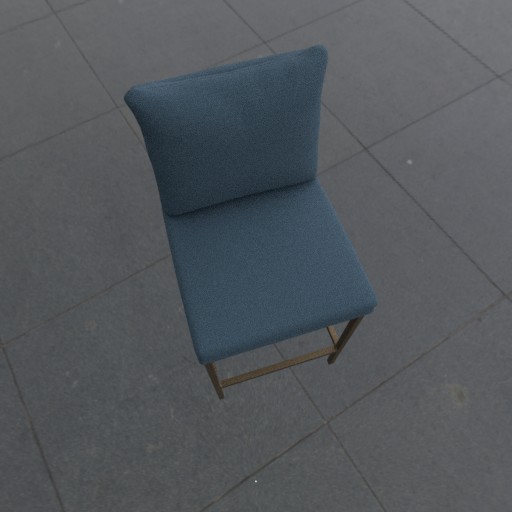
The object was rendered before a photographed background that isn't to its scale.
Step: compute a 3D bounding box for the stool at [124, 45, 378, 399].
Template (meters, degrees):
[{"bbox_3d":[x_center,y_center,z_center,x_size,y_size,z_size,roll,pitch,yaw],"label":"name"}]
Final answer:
[{"bbox_3d":[0.000,0.000,1.295,0.463,1.032,0.568,-16,64,-8],"label":"stool"}]
